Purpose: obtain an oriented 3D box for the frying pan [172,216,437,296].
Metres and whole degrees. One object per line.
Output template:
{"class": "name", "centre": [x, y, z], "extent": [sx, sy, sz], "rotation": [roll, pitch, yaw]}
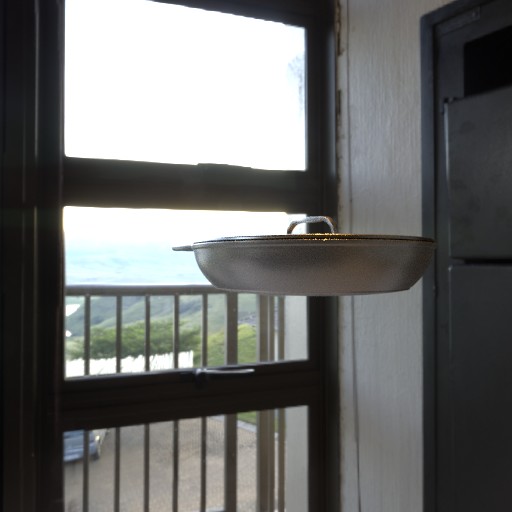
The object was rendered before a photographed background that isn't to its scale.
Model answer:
{"class": "frying pan", "centre": [0.000, 0.000, 0.601], "extent": [0.272, 0.086, 0.490], "rotation": [1, -1, -35]}
